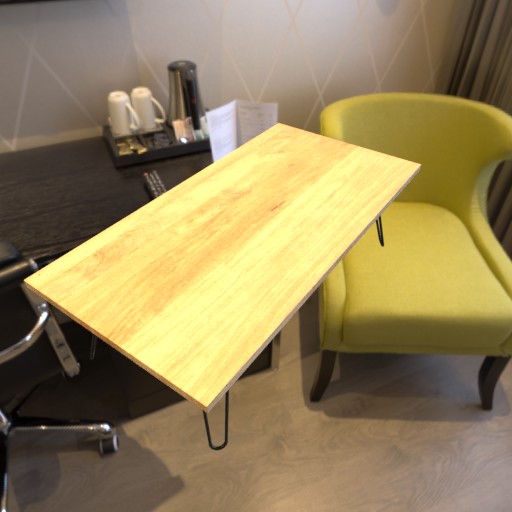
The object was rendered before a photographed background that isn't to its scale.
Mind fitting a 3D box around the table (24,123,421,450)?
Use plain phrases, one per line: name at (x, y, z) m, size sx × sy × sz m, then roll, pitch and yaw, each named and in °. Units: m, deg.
table at (0.000, 0.000, 1.681) m, size 0.699 × 0.400 × 1.348 m, roll 25°, pitch 46°, yaw 26°
